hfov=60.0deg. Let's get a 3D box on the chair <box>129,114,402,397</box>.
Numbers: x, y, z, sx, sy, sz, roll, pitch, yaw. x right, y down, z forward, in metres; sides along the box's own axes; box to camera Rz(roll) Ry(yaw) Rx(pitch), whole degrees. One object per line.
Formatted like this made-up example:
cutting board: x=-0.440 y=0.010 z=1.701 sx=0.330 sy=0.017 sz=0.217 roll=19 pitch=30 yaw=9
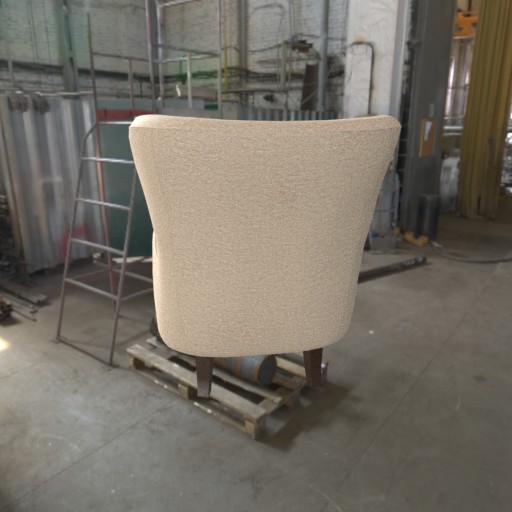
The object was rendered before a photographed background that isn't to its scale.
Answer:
chair: x=0.000 y=0.000 z=1.777 sx=0.861 sy=1.064 sz=0.984 roll=-2 pitch=17 yaw=-8
